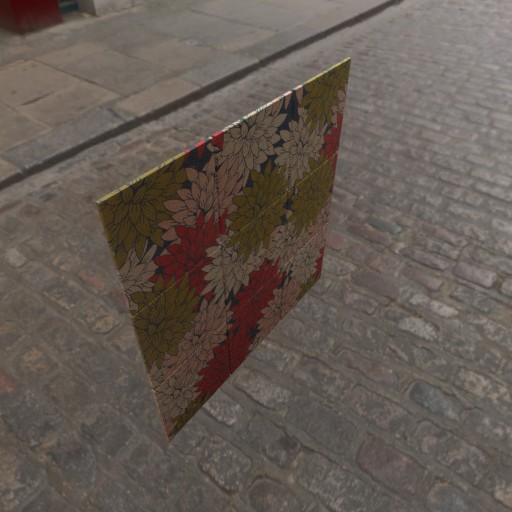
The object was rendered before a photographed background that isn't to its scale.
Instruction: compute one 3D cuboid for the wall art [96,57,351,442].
[{"bbox_3d":[0.000,0.000,1.786,0.013,1.218,1.206,27,49,26],"label":"wall art"}]
